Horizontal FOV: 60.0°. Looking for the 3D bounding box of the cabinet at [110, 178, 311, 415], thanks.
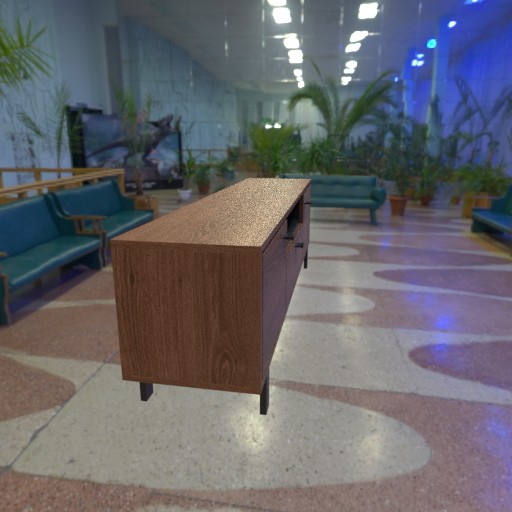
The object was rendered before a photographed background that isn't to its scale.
[{"bbox_3d":[0.000,0.000,1.876,0.400,0.500,1.650,3,15,10],"label":"cabinet"}]
